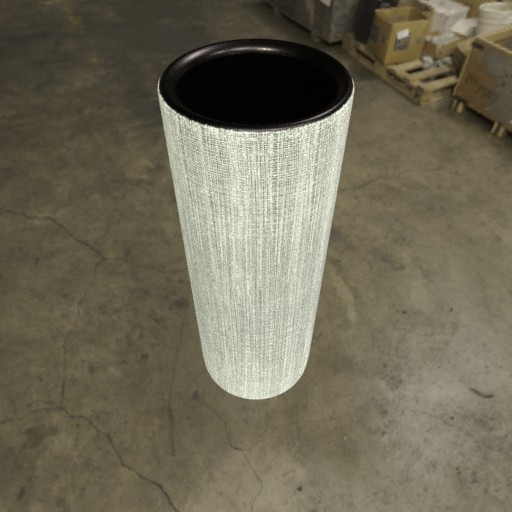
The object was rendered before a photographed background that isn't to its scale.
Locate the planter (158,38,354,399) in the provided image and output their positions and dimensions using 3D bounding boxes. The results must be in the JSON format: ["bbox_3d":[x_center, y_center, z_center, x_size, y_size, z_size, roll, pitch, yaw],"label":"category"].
[{"bbox_3d":[0.000,0.000,0.325,0.100,0.270,0.100,-19,50,-17],"label":"planter"}]
